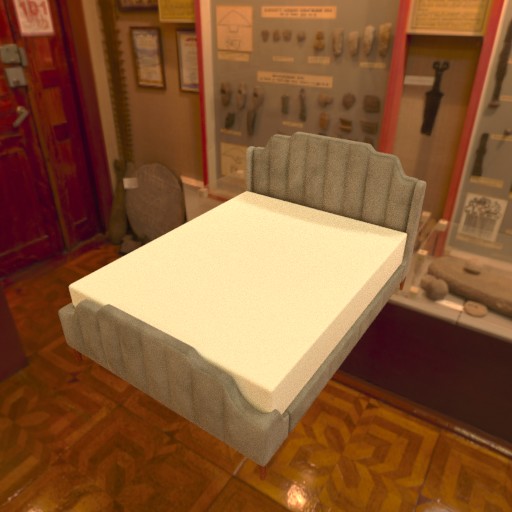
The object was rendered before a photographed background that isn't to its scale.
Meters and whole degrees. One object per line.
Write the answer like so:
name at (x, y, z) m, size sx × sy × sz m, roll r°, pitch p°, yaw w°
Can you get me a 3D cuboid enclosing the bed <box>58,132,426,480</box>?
bed at (0.000, 0.000, 3.279) m, size 1.676 × 1.245 × 2.340 m, roll 19°, pitch 35°, yaw 29°
